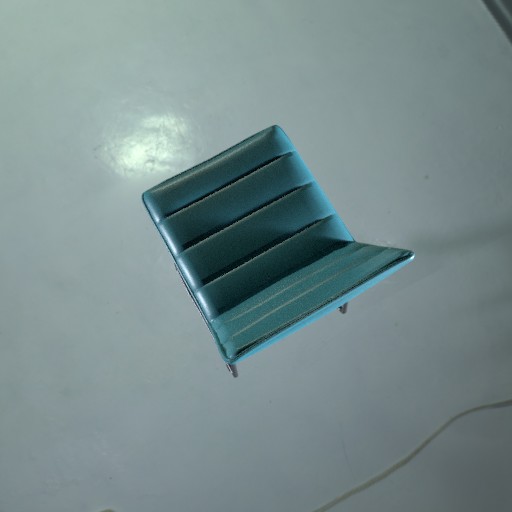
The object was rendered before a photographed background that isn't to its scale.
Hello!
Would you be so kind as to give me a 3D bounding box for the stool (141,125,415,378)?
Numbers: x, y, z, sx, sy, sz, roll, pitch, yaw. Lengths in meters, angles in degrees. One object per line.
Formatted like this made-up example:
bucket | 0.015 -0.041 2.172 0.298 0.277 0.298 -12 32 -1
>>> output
stool | 0.000 0.000 1.258 0.489 0.936 0.524 -29 78 -7
